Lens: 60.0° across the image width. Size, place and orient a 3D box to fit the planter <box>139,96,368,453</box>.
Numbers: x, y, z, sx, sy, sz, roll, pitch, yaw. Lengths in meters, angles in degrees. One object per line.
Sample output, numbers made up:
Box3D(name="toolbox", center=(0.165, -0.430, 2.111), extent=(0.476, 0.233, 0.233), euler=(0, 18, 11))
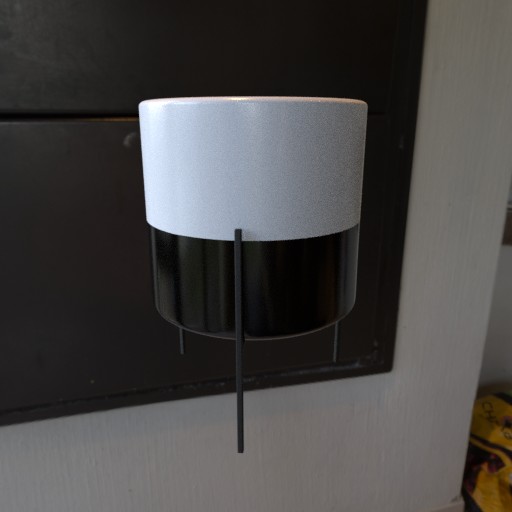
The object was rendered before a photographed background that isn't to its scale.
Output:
Box3D(name="planter", center=(0.000, 0.000, 0.658), extent=(0.310, 0.432, 0.310), euler=(-3, 17, -9))
